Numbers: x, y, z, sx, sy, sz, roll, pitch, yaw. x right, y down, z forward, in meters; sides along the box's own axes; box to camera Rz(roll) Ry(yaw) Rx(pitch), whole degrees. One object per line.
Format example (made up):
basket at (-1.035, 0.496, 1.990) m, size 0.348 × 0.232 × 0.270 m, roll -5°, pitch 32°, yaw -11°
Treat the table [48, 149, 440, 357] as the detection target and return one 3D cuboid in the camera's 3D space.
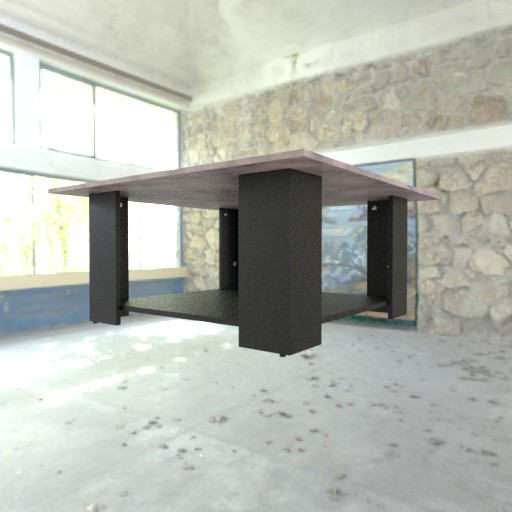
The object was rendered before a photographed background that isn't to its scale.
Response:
table at (0.000, 0.000, 1.066) m, size 0.670 × 0.305 × 0.670 m, roll 1°, pitch 1°, yaw 37°
